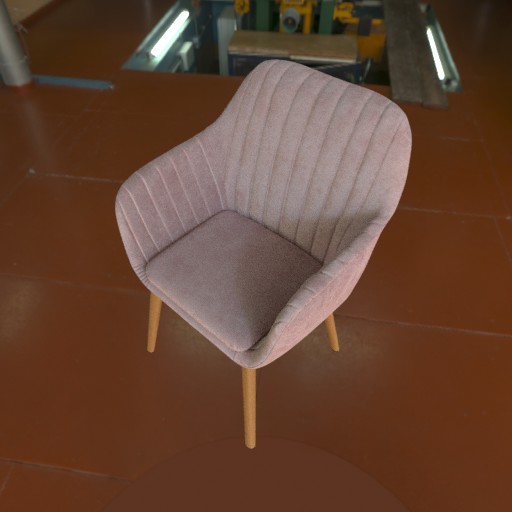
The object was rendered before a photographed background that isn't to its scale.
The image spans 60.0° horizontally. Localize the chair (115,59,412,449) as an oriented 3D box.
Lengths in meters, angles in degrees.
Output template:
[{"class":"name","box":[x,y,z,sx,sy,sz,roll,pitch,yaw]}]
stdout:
[{"class":"chair","box":[0.000,0.000,1.229,0.610,0.832,0.570,34,55,28]}]
